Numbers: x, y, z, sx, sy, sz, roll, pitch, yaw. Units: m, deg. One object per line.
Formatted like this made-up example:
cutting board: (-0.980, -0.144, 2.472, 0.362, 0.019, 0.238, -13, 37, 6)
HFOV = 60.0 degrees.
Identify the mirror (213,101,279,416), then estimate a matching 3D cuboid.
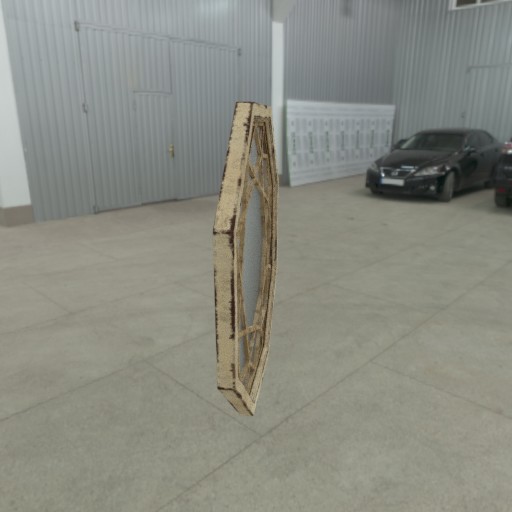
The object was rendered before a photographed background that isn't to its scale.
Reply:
mirror: (0.000, 0.000, 1.000, 0.031, 0.648, 0.648, 3, 17, 8)
